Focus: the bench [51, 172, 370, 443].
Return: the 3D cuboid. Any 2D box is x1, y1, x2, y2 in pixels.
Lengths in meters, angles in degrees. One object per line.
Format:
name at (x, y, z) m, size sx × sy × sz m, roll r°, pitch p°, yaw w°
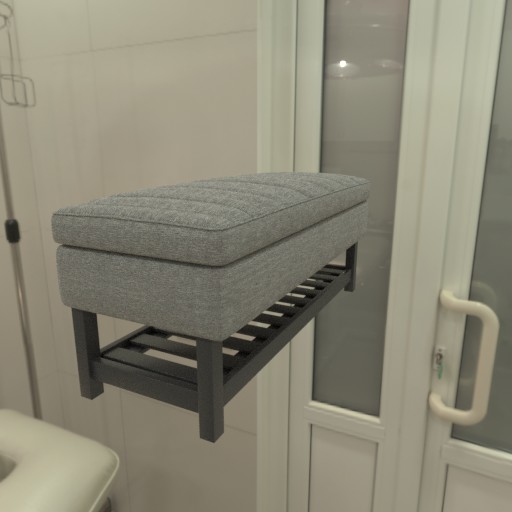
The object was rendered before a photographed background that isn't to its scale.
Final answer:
bench at (0.000, 0.000, 1.327) m, size 0.429 × 0.470 × 1.100 m, roll 7°, pitch 16°, yaw 26°
